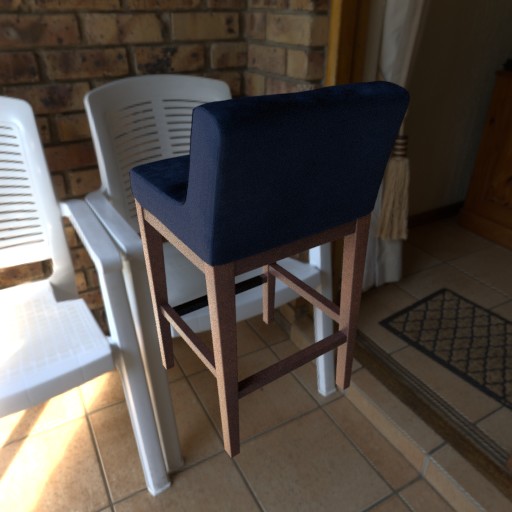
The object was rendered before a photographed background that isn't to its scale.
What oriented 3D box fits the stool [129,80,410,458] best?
[{"bbox_3d":[0.000,0.000,1.256,0.511,0.945,0.516,-19,35,-30],"label":"stool"}]
